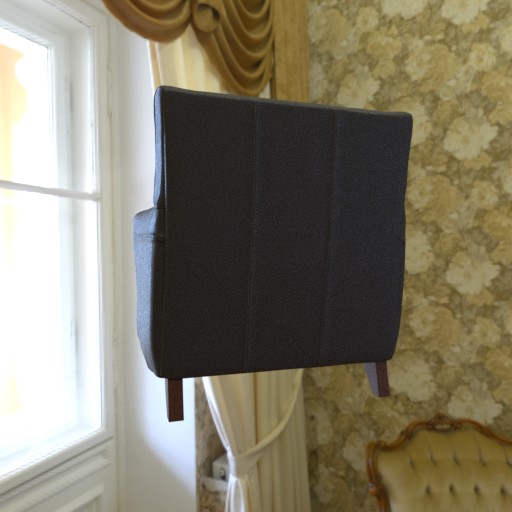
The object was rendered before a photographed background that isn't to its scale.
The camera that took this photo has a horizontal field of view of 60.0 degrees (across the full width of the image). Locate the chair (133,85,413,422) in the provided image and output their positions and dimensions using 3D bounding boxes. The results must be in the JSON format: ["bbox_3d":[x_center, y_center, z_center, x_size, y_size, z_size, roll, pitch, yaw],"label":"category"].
[{"bbox_3d":[0.000,0.000,1.679,0.870,0.943,0.825,0,1,-18],"label":"chair"}]
